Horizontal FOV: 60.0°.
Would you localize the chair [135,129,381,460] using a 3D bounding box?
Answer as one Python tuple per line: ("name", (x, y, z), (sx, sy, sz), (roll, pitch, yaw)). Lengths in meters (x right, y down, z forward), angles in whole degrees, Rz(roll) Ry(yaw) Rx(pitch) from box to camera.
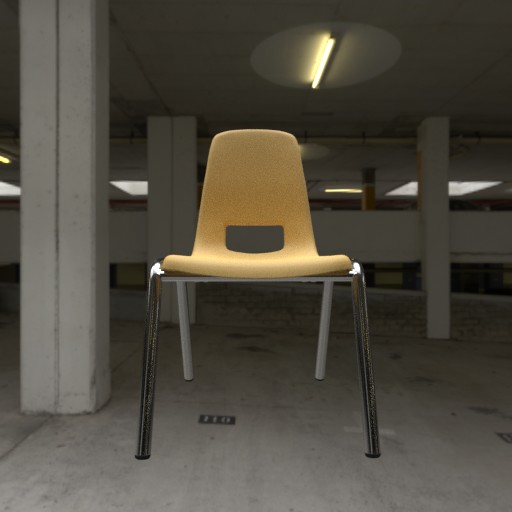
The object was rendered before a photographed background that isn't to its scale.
("chair", (0.000, 0.000, 0.839), (0.354, 0.586, 0.423), (0, 0, -1))
